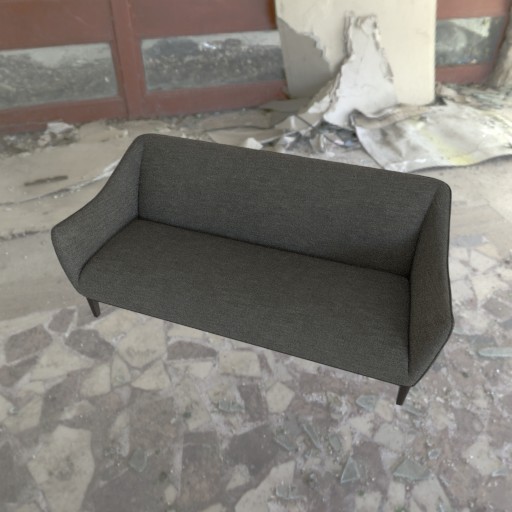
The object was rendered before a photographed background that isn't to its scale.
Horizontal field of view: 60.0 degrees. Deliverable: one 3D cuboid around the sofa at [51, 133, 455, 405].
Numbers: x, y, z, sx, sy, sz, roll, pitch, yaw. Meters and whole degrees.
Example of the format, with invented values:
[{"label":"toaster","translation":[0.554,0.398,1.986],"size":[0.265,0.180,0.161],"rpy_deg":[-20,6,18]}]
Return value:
[{"label":"sofa","translation":[0.000,0.000,2.385],"size":[1.928,0.829,0.867],"rpy_deg":[13,41,15]}]
